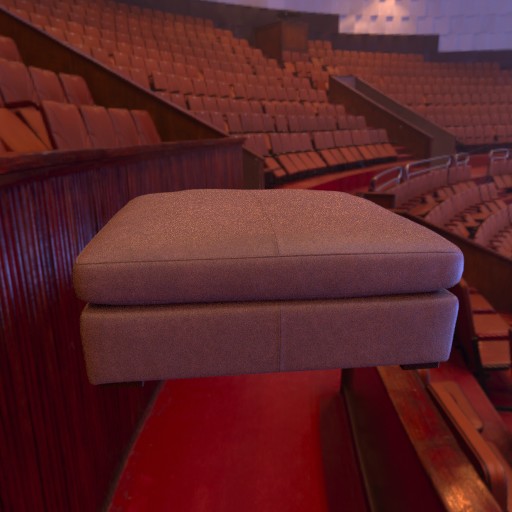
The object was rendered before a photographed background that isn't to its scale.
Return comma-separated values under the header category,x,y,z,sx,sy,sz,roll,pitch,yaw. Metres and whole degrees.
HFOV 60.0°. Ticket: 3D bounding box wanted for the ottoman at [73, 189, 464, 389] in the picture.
category,x,y,z,sx,sy,sz,roll,pitch,yaw
ottoman,0.000,0.000,1.833,1.168,0.490,1.168,-2,16,-6
